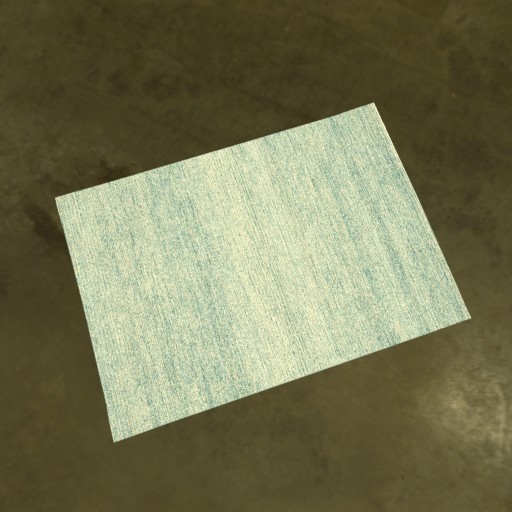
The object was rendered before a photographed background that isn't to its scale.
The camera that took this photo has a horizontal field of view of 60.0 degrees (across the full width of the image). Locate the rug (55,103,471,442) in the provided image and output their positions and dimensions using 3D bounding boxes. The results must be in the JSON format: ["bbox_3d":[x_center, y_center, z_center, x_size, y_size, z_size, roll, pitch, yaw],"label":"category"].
[{"bbox_3d":[0.000,0.000,2.861,2.306,0.030,1.613,-18,76,-5],"label":"rug"}]
